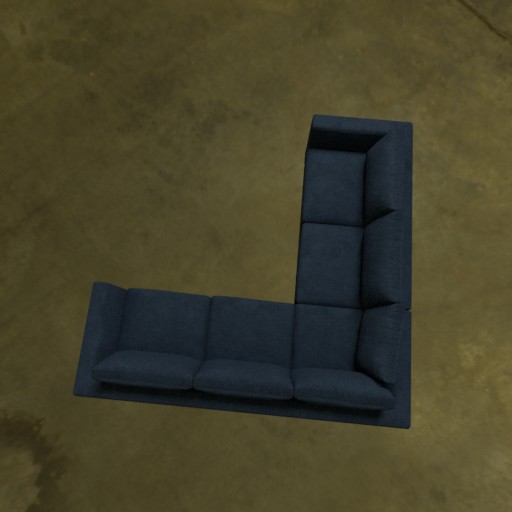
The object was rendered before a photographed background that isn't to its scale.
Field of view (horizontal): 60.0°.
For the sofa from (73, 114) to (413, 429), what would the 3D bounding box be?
[{"bbox_3d":[0.000,0.000,3.745,2.463,0.988,2.472,5,76,1],"label":"sofa"}]
